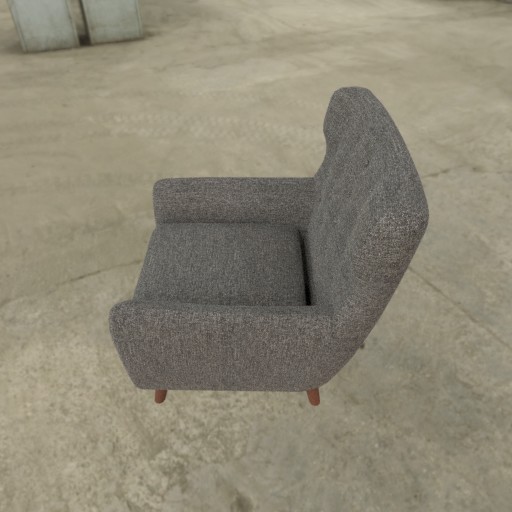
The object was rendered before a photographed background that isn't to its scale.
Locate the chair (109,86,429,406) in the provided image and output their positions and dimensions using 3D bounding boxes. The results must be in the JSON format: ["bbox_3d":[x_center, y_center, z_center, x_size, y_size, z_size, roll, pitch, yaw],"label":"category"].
[{"bbox_3d":[0.000,0.000,1.722,0.940,1.039,0.889,1,41,1],"label":"chair"}]
